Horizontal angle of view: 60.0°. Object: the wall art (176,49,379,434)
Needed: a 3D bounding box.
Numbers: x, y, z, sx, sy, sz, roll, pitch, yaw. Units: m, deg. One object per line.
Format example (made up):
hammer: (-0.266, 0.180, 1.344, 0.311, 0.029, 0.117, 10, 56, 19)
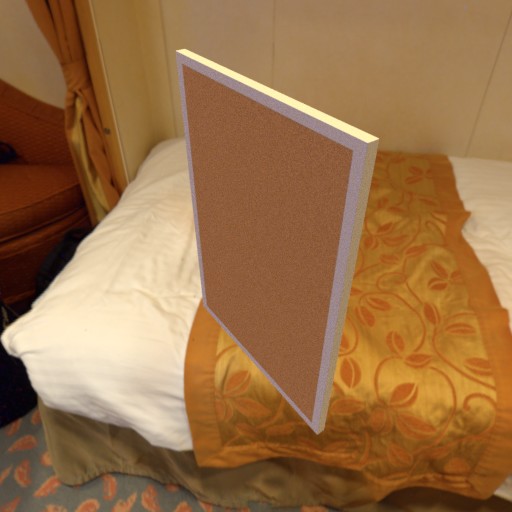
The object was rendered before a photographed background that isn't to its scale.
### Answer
wall art: (0.000, 0.000, 0.570, 0.013, 0.433, 0.303, -25, 46, -27)
